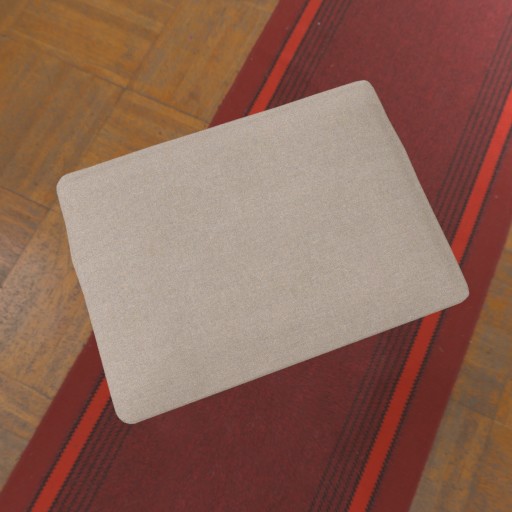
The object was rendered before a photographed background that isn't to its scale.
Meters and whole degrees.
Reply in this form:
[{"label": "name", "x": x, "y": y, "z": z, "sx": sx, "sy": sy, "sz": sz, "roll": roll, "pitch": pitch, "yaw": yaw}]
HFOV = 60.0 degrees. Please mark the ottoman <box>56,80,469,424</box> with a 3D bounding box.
[{"label": "ottoman", "x": 0.000, "y": 0.000, "z": 1.238, "sx": 0.846, "sy": 0.503, "sz": 0.617, "roll": -19, "pitch": 77, "yaw": -5}]
